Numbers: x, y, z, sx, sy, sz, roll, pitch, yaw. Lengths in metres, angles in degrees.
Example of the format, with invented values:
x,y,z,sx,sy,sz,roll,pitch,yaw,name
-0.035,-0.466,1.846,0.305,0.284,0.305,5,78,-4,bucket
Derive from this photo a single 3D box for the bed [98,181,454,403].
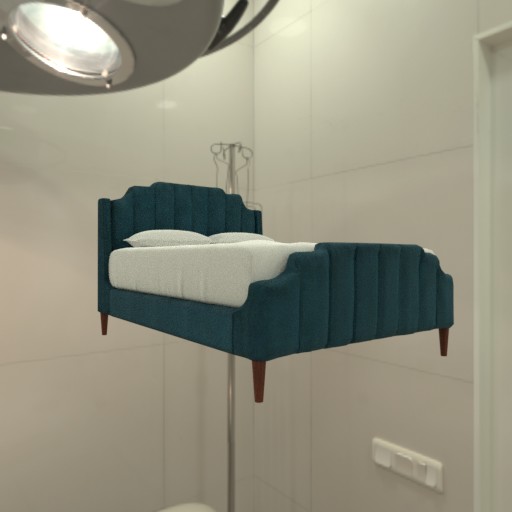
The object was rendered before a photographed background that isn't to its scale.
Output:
x,y,z,sx,sy,sz,roll,pitch,yaw,name
0.000,0.000,3.383,1.676,1.351,2.322,0,0,-37,bed
